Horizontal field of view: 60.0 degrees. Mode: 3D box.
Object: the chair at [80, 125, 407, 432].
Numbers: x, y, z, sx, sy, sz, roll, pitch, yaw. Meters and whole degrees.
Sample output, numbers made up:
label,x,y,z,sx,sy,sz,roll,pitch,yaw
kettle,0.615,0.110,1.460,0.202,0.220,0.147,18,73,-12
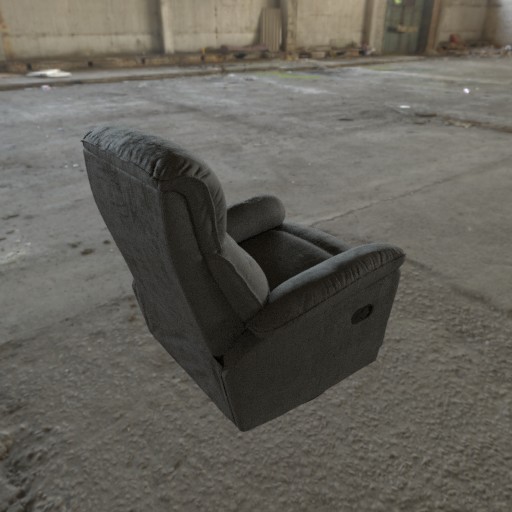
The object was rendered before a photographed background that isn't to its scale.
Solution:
label,x,y,z,sx,sy,sz,roll,pitch,yaw
chair,0.000,0.000,1.702,1.004,1.037,0.820,-20,33,-33
